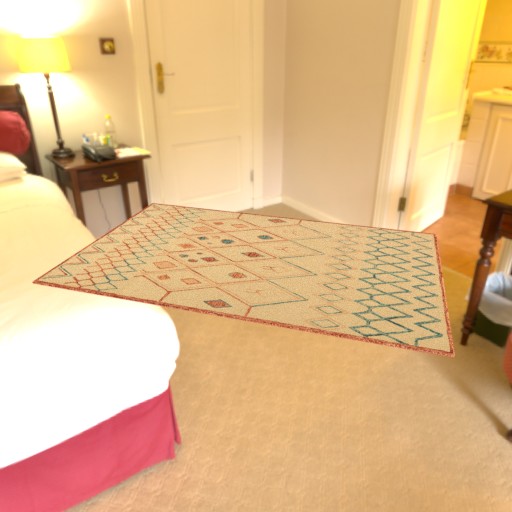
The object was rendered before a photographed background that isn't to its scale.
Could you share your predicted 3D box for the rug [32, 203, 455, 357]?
[{"bbox_3d":[0.000,0.000,3.078,2.438,0.015,1.524,8,27,15],"label":"rug"}]
